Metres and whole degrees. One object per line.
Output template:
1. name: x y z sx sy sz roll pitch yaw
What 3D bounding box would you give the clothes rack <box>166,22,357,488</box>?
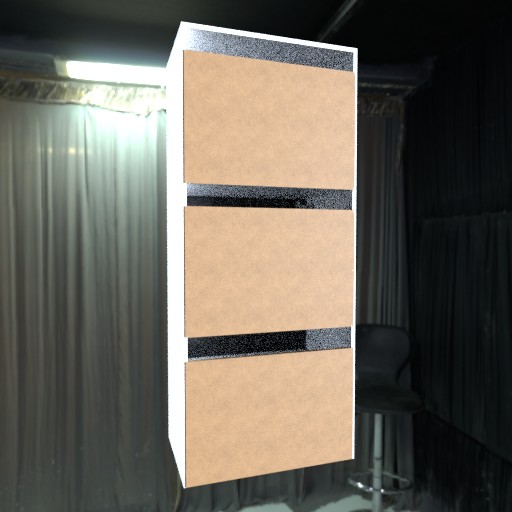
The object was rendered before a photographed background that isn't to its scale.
1. clothes rack: 0.000 0.000 1.360 0.500 1.187 0.330 -1 2 -18
